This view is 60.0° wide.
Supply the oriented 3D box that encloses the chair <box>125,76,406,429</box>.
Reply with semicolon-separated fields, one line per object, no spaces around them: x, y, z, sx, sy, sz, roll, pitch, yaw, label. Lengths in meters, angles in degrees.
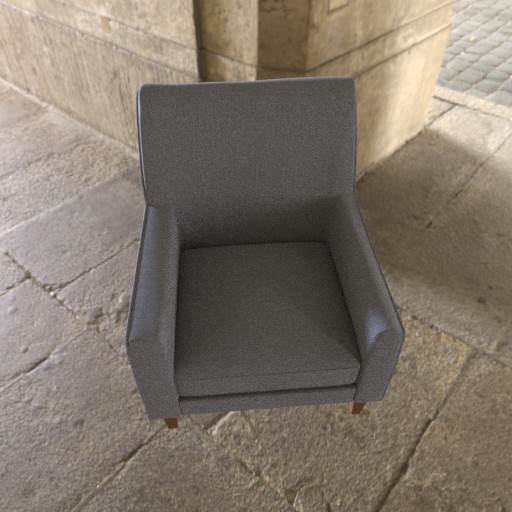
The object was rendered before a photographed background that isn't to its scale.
0.000;0.000;1.571;0.780;0.919;0.899;-3;44;-3;chair
